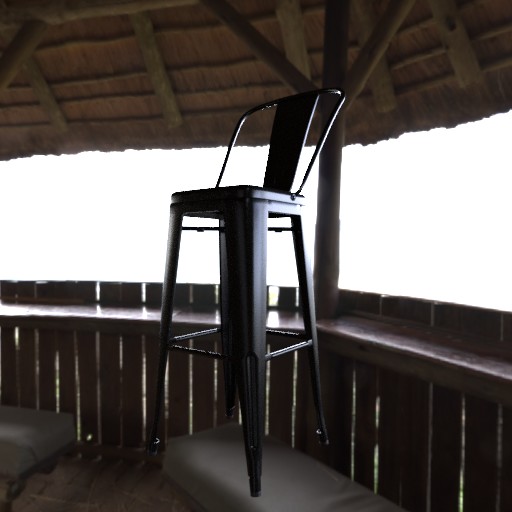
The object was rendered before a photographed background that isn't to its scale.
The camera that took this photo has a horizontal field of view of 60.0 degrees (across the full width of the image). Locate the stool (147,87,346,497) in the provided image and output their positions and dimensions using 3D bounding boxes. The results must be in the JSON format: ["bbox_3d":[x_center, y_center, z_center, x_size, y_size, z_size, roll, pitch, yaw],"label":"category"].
[{"bbox_3d":[0.000,0.000,1.309,0.399,1.096,0.513,1,1,36],"label":"stool"}]
